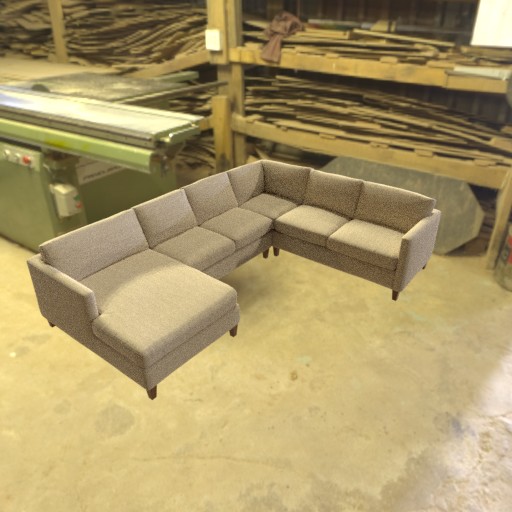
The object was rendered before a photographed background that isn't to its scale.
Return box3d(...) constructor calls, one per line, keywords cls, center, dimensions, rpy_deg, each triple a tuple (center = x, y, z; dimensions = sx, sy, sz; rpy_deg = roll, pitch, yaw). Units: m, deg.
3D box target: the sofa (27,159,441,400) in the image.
box3d(cls="sofa", center=(0.000, 0.000, 4.551), dimensions=(2.594, 0.961, 3.460), rpy_deg=(21, 35, 33))
